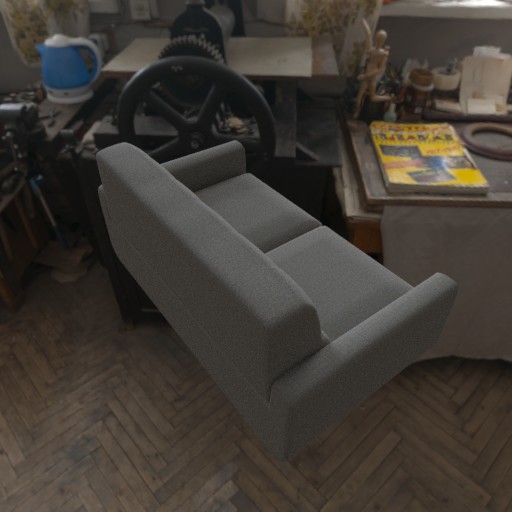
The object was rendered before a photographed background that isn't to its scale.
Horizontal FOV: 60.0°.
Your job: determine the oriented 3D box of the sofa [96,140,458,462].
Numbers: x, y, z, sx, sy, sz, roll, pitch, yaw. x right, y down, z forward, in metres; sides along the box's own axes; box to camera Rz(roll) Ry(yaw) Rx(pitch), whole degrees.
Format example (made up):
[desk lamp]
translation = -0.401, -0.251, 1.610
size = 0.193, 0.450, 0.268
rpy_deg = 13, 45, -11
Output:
[sofa]
translation = 0.000, 0.000, 2.245
size = 0.952, 0.925, 1.651
rpy_deg = -26, 48, -27
